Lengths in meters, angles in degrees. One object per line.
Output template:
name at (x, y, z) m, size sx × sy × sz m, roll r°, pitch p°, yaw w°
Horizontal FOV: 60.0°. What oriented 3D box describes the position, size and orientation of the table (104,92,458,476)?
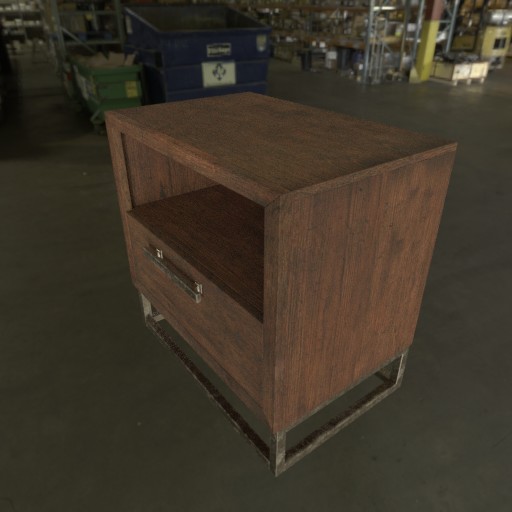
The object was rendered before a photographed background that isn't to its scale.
table at (0.000, 0.000, 1.280) m, size 0.542 × 0.746 × 0.767 m, roll -21°, pitch 36°, yaw -32°
